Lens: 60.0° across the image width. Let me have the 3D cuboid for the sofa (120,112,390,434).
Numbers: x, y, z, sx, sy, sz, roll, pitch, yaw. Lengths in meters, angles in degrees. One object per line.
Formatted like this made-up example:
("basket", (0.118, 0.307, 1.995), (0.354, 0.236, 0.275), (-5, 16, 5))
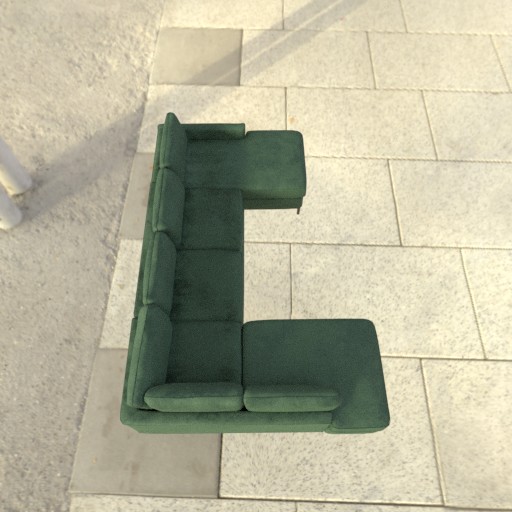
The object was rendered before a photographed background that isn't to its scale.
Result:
("sofa", (0.000, 0.000, 4.025), (1.992, 0.861, 2.994), (-1, 61, 0))
